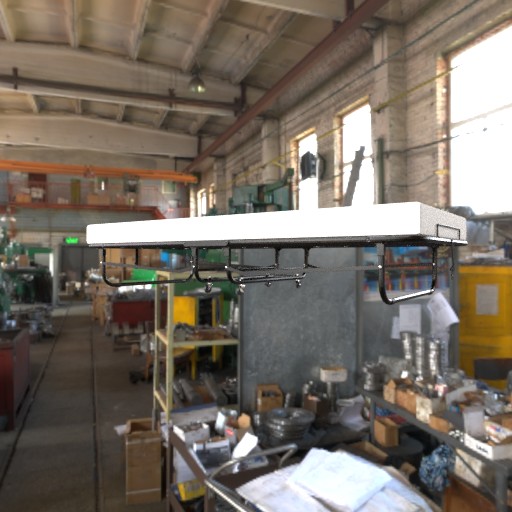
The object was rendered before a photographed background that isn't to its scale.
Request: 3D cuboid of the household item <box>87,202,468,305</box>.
[{"bbox_3d":[0.000,0.000,2.284,1.905,0.356,0.787,0,0,36],"label":"household item"}]
